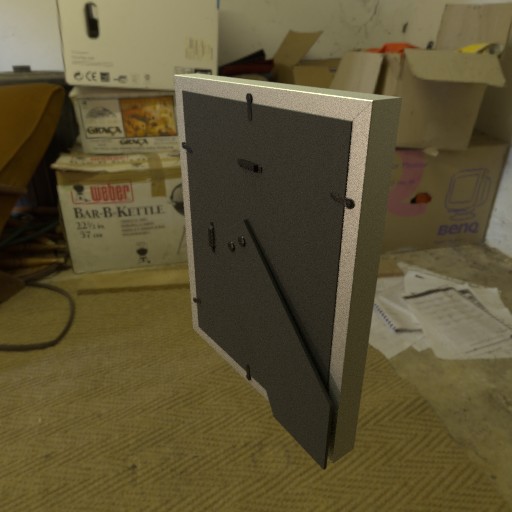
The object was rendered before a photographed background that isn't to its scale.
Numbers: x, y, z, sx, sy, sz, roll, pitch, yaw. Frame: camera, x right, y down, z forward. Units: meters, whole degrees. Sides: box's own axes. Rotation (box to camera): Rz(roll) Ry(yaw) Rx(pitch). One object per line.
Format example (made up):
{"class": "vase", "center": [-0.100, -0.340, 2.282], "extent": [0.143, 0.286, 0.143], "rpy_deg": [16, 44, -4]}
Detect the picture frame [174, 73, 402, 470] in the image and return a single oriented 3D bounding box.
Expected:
{"class": "picture frame", "center": [0.000, 0.000, 0.388], "extent": [0.036, 0.282, 0.233], "rpy_deg": [-18, 31, -32]}
